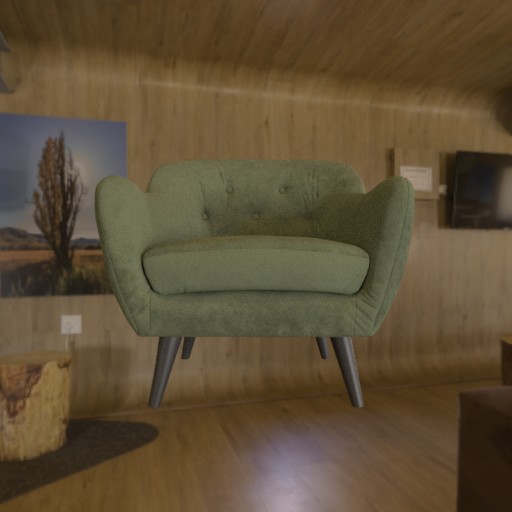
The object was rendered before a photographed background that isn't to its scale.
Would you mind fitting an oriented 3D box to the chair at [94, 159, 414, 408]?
[{"bbox_3d":[0.000,0.000,1.504,0.840,0.804,0.819,0,0,0],"label":"chair"}]
